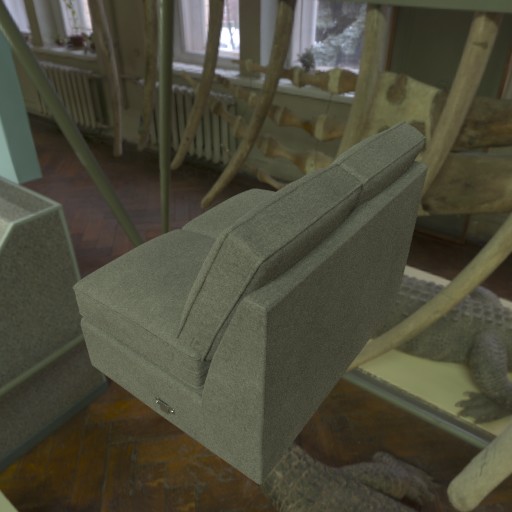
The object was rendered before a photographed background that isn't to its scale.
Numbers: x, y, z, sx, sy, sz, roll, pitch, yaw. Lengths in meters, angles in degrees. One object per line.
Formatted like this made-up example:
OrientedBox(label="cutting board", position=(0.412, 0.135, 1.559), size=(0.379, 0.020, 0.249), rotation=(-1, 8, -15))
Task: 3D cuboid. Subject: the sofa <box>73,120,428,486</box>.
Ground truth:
OrientedBox(label="sofa", position=(0.000, 0.000, 1.905), size=(0.951, 1.008, 1.237), rotation=(22, 38, 30))
